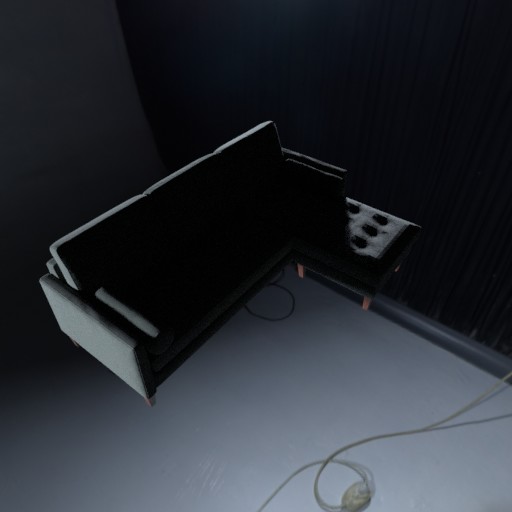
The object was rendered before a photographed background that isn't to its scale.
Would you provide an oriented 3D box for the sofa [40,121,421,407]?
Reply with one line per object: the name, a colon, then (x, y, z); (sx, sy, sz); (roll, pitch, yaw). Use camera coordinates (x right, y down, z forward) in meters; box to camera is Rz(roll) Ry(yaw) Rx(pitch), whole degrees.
sofa: (0.000, 0.000, 2.958); (1.506, 0.876, 2.178); (27, 48, 27)
